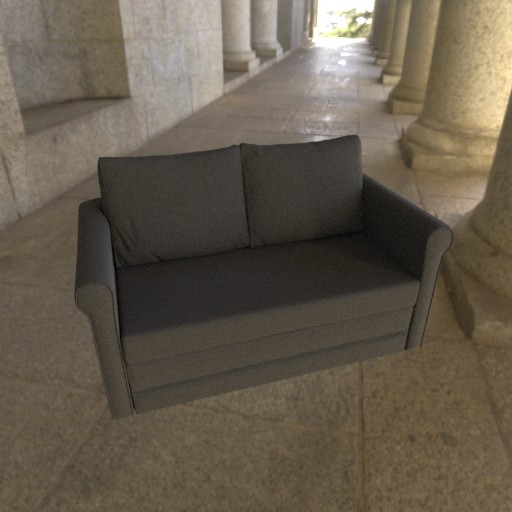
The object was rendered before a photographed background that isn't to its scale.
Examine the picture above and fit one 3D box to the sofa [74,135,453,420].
[{"bbox_3d":[0.000,0.000,1.979,1.460,0.872,0.741,-9,30,-15],"label":"sofa"}]
